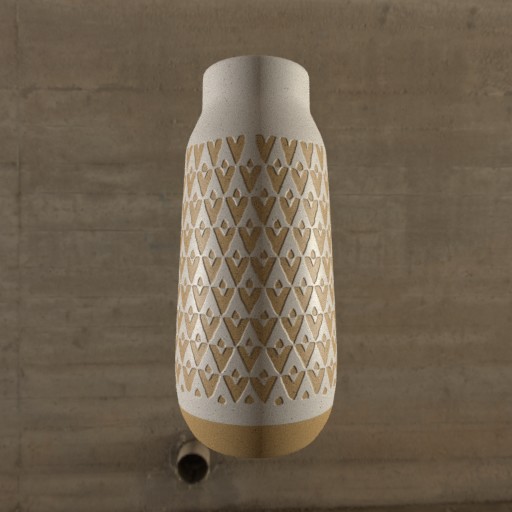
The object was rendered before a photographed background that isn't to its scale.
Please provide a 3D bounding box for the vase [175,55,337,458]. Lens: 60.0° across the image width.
[{"bbox_3d":[0.000,0.000,0.382,0.137,0.307,0.137,0,0,0],"label":"vase"}]
